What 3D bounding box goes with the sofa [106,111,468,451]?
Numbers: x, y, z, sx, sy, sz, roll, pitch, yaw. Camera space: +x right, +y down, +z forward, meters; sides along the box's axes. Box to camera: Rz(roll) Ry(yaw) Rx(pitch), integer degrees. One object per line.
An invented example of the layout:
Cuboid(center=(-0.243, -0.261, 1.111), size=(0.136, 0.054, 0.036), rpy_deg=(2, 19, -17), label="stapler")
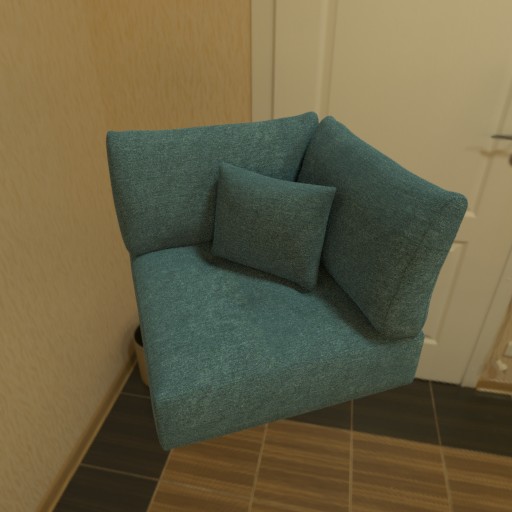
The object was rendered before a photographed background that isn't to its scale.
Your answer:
Cuboid(center=(0.000, 0.000, 1.747), size=(1.000, 0.820, 1.000), rpy_deg=(-10, 34, -15), label="sofa")
